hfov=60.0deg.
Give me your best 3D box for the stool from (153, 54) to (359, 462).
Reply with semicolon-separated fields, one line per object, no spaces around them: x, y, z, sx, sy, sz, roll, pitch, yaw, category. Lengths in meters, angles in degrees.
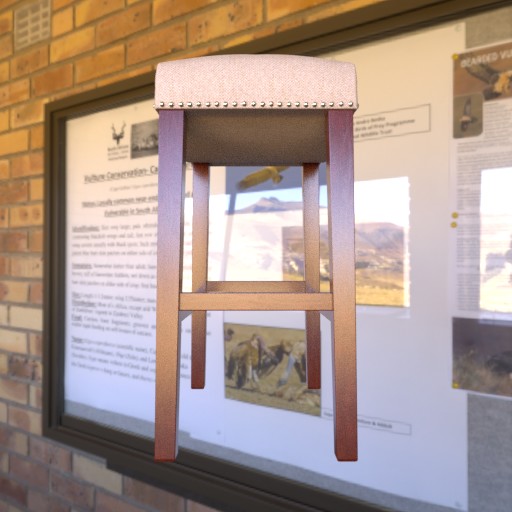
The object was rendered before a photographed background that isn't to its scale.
0.000;0.000;1.034;0.372;0.742;0.504;0;-1;0;stool
